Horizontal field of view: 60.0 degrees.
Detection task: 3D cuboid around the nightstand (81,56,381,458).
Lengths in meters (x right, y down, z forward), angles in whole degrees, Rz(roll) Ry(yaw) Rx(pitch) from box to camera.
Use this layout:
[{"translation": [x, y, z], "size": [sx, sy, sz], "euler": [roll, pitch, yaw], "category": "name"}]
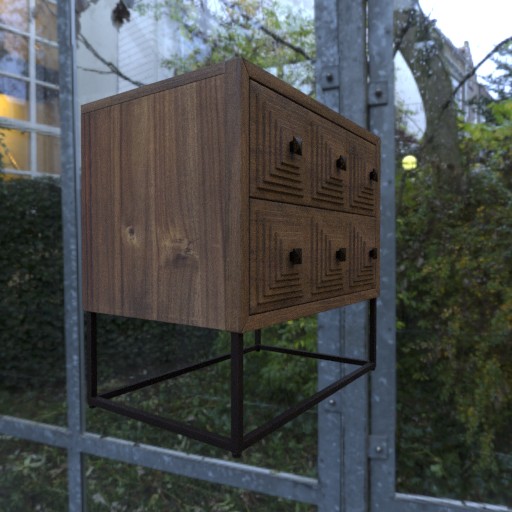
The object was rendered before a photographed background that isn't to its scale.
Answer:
[{"translation": [0.000, 0.000, 1.020], "size": [0.437, 0.610, 0.610], "euler": [1, 1, 35], "category": "nightstand"}]
